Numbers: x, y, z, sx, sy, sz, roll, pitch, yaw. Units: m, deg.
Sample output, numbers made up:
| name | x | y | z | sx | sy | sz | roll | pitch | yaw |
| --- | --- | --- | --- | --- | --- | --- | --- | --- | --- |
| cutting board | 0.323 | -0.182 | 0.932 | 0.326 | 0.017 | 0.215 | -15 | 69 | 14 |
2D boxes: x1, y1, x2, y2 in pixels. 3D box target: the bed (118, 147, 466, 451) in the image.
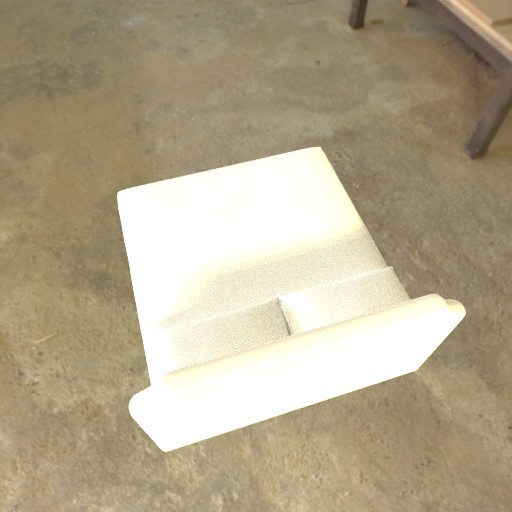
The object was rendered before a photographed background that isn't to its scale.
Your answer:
| name | x | y | z | sx | sy | sz | roll | pitch | yaw |
| --- | --- | --- | --- | --- | --- | --- | --- | --- | --- |
| bed | 0.000 | 0.000 | 3.573 | 2.160 | 1.301 | 2.204 | -15 | 58 | -9 |
